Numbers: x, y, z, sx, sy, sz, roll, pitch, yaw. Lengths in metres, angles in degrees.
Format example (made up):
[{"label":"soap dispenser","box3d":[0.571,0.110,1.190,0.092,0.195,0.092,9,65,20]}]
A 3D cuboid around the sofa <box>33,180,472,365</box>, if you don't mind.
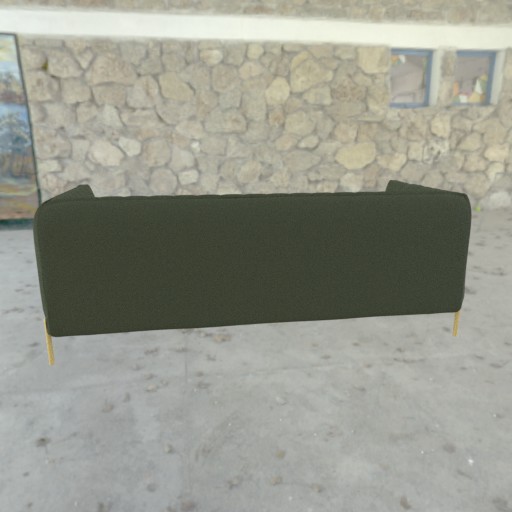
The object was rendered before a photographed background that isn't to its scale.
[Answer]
[{"label":"sofa","box3d":[0.000,0.000,2.534,2.137,0.793,0.896,-2,15,-8]}]
